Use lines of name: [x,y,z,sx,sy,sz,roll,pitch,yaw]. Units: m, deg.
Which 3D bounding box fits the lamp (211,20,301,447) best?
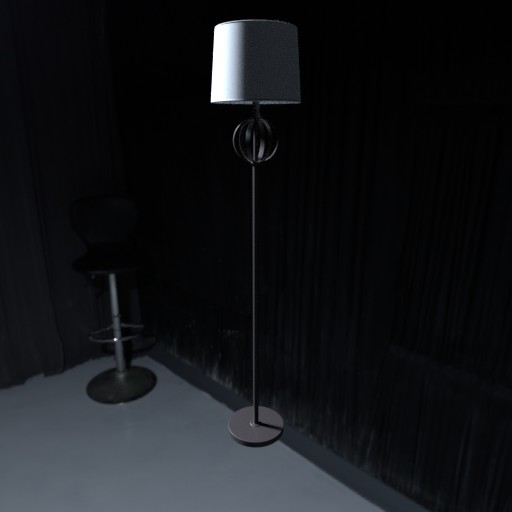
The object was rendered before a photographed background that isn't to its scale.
lamp: [0.000,0.000,1.578,0.286,1.462,0.286,-16,23,-41]
